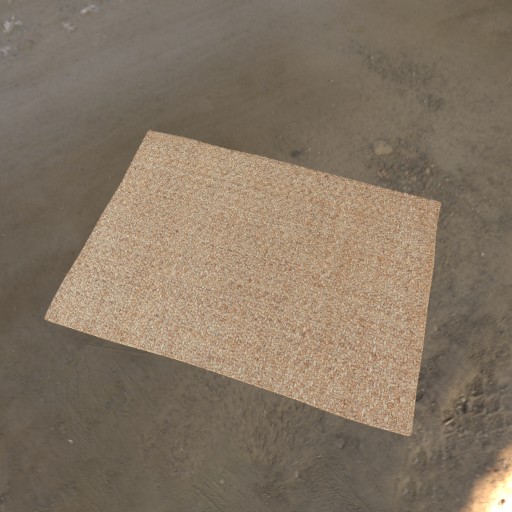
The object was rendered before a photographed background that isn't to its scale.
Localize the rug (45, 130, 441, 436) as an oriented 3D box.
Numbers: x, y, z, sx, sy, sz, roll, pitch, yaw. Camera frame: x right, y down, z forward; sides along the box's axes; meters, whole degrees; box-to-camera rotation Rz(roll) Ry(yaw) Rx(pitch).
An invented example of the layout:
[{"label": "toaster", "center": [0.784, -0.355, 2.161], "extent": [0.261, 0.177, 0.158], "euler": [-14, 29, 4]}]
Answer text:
[{"label": "rug", "center": [0.000, 0.000, 2.773], "extent": [2.141, 0.013, 1.566], "euler": [15, 63, 8]}]
